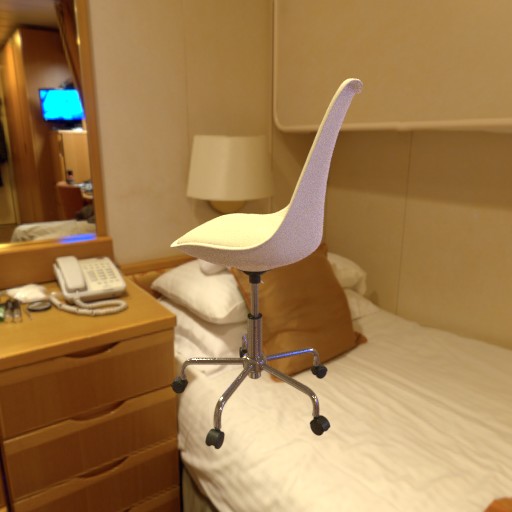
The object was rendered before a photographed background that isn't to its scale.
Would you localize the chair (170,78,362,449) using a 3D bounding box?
[{"bbox_3d":[0.000,0.000,1.293,0.550,0.930,0.550,2,15,8],"label":"chair"}]
